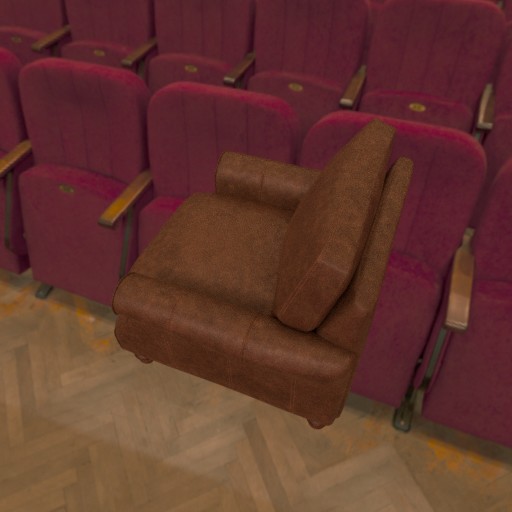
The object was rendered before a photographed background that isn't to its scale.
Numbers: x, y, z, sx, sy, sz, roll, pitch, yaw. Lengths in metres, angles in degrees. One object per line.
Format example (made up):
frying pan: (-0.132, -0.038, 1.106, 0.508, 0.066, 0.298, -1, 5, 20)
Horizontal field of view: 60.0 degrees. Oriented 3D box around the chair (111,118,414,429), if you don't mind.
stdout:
chair: (0.000, 0.000, 1.802, 1.002, 0.976, 0.996, 16, 49, 15)
